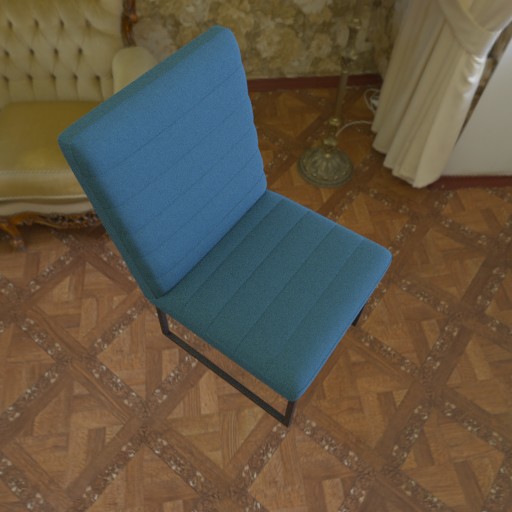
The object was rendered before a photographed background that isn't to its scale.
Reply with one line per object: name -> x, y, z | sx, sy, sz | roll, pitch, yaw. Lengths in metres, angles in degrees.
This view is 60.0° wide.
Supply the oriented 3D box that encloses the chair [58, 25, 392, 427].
chair -> 0.000, 0.000, 1.253 | 0.634, 0.930, 0.520 | 32, 62, 19
